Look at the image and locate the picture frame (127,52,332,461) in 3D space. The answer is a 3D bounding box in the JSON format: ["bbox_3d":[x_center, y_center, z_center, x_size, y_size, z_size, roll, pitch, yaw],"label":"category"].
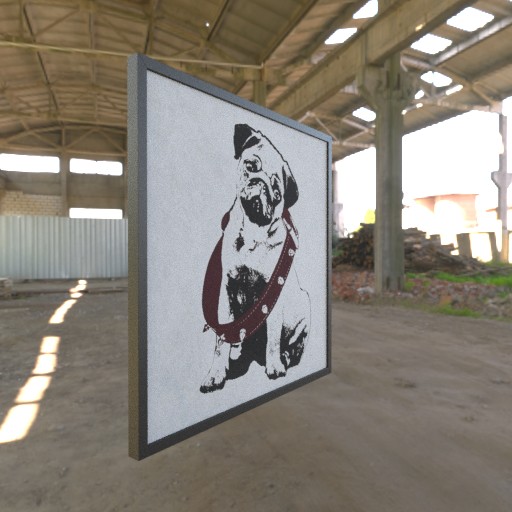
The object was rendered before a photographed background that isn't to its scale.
[{"bbox_3d":[0.000,0.000,1.156,0.032,0.775,0.775,0,1,37],"label":"picture frame"}]
